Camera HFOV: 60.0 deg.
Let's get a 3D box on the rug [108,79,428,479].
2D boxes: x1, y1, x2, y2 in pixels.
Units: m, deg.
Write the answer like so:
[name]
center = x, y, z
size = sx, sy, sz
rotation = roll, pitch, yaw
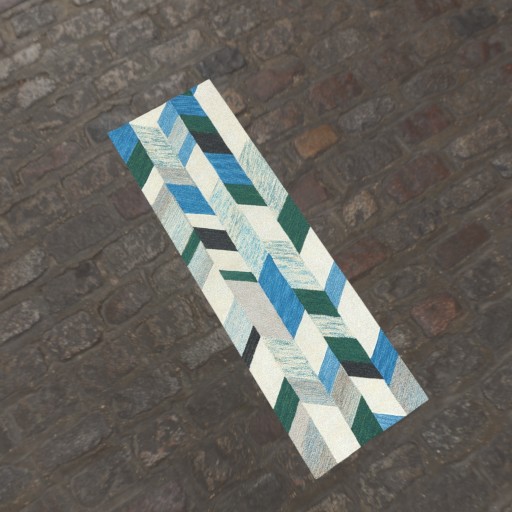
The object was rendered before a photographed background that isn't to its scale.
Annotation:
[rug]
center = 0.000, 0.000, 2.683
size = 0.774, 0.008, 2.437
rotation = -31, 77, -8
